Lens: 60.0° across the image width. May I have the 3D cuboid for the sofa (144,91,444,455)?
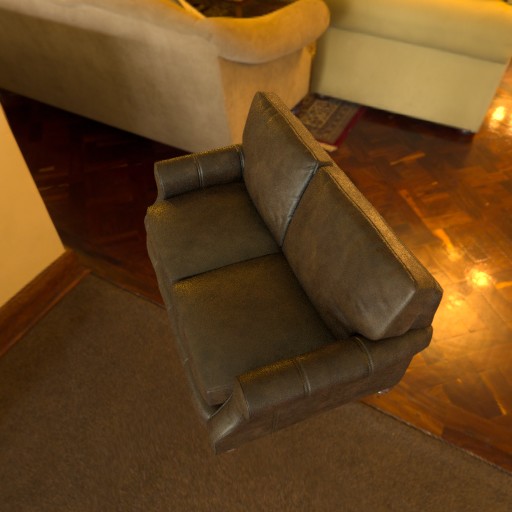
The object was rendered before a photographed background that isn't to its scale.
[{"bbox_3d":[0.000,0.000,2.222,0.990,0.976,1.616,-15,49,-14],"label":"sofa"}]
